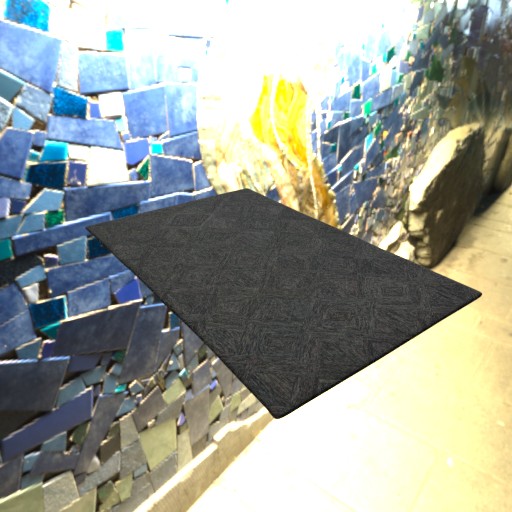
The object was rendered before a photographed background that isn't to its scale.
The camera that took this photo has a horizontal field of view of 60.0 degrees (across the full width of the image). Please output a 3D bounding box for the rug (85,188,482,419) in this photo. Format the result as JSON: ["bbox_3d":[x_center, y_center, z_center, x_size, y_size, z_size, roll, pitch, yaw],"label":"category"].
[{"bbox_3d":[0.000,0.000,2.222,1.158,0.013,1.752,-19,33,-32],"label":"rug"}]
